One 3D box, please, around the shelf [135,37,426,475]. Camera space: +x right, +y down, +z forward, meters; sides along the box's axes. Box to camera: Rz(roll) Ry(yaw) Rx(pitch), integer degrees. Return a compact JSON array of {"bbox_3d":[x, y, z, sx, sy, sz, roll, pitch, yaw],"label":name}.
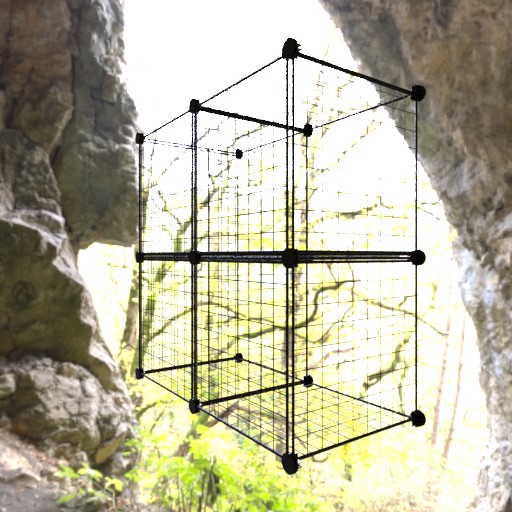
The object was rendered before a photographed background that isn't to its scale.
[{"bbox_3d":[0.000,0.000,1.101,0.356,0.711,0.711,0,0,-35],"label":"shelf"}]
